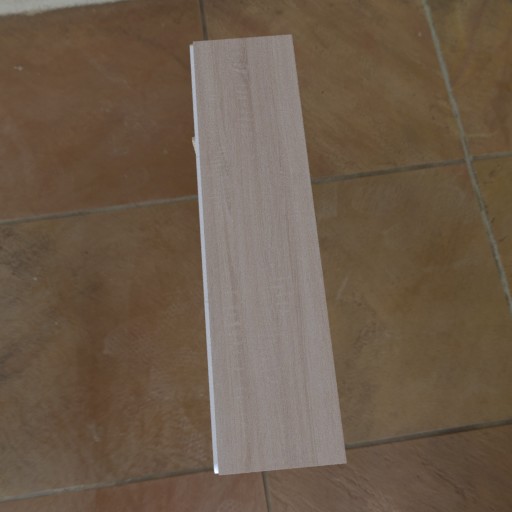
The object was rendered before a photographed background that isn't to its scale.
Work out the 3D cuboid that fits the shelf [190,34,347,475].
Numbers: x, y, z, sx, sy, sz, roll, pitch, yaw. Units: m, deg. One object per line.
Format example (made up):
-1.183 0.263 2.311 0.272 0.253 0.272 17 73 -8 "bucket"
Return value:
0.000 0.000 1.848 0.400 0.780 1.490 -5 75 -1 "shelf"
